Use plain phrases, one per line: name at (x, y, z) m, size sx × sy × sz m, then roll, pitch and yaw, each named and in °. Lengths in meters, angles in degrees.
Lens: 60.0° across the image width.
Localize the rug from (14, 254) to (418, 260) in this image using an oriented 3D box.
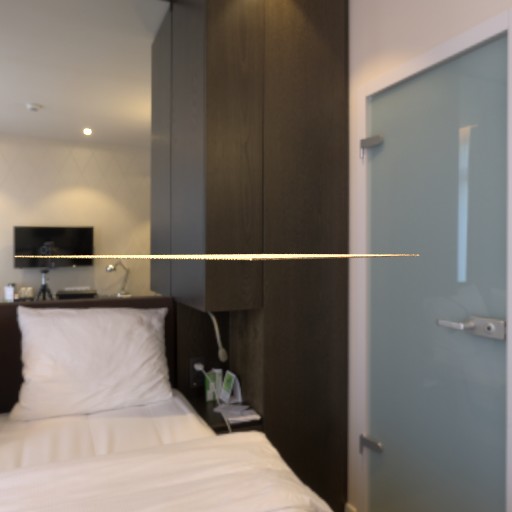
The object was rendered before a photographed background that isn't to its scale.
rug at (0.000, 0.000, 4.176) m, size 2.143 × 0.015 × 3.422 m, roll 0°, pitch 1°, yaw 34°
